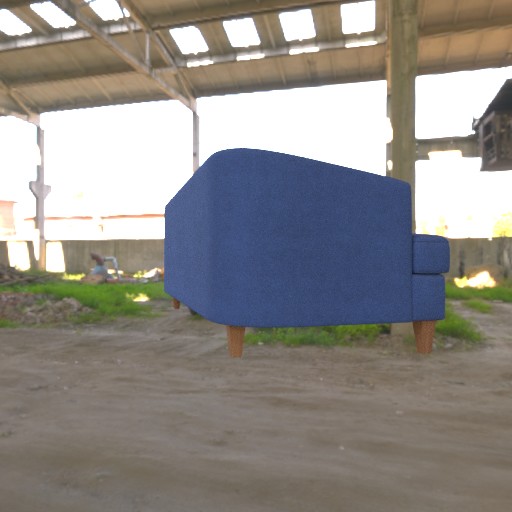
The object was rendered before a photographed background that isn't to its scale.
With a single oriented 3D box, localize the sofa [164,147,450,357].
[{"bbox_3d":[0.000,0.000,2.654,0.914,0.787,2.235,0,-1,-18],"label":"sofa"}]
